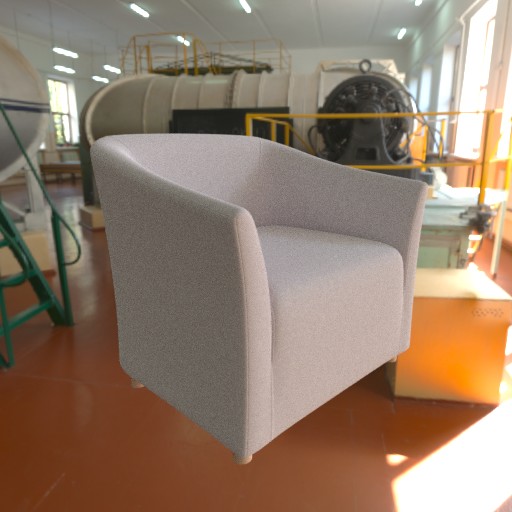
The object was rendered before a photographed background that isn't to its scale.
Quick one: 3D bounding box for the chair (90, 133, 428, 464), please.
[{"bbox_3d":[0.000,0.000,1.343,0.790,0.720,0.700,-14,20,-43],"label":"chair"}]
